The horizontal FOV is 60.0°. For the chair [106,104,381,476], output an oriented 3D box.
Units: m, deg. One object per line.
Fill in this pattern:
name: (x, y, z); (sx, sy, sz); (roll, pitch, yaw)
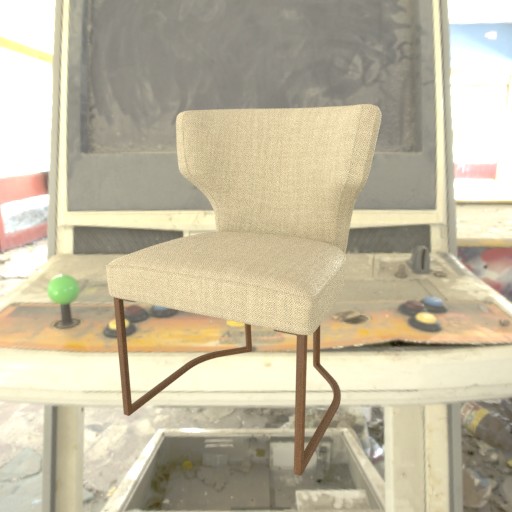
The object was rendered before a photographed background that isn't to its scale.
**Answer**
chair: (0.000, 0.000, 1.251); (0.611, 0.824, 0.617); (7, 16, 25)
